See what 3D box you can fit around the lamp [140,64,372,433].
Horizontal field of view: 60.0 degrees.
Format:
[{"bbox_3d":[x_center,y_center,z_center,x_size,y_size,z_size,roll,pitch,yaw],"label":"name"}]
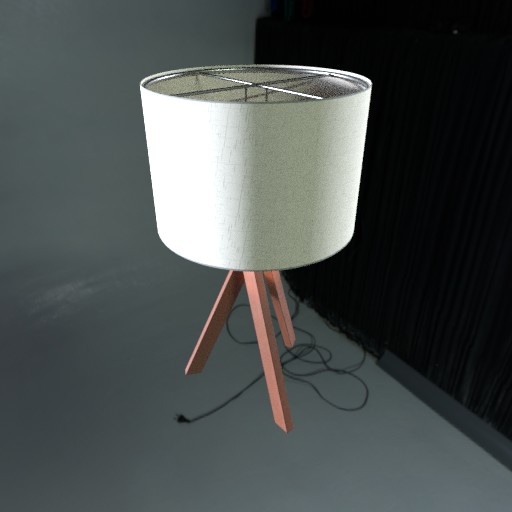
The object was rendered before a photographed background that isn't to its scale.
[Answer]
[{"bbox_3d":[0.000,0.000,0.916,0.380,0.686,0.380,-22,37,-33],"label":"lamp"}]
